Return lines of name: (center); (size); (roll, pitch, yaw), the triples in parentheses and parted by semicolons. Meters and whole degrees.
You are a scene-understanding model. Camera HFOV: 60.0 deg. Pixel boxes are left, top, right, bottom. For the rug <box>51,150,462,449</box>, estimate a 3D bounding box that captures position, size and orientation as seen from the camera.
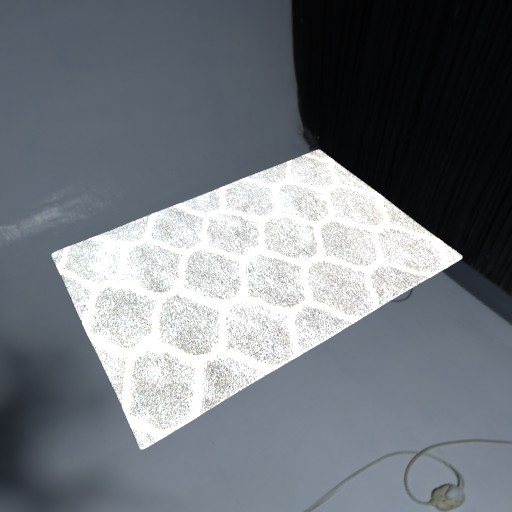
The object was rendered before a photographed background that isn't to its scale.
rug: (0.000, 0.000, 3.481); (2.701, 0.026, 1.801); (-25, 52, -22)
